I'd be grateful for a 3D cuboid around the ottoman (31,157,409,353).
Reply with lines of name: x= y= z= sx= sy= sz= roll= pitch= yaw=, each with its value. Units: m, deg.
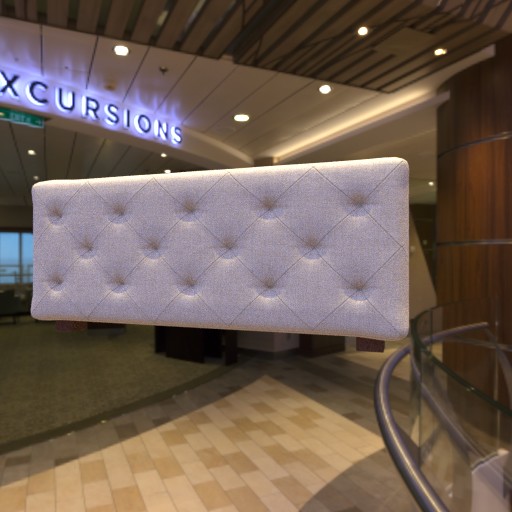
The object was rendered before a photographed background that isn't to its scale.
ottoman: x=0.000 y=0.000 z=1.578 sx=1.028 sy=0.439 sz=1.028 roll=0 pitch=0 yaw=19
